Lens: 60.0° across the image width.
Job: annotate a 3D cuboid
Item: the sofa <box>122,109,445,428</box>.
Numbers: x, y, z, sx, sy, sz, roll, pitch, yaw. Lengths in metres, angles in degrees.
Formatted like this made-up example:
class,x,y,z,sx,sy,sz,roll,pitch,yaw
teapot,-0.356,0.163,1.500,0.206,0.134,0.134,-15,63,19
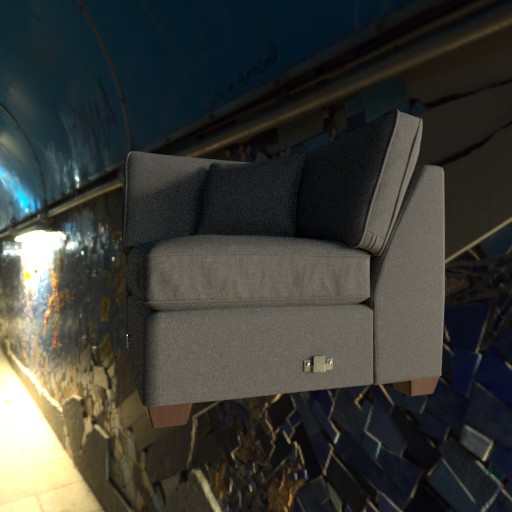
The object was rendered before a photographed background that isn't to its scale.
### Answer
class,x,y,z,sx,sy,sz,roll,pitch,yaw
sofa,0.000,0.000,1.917,1.084,1.002,1.146,0,0,-20
